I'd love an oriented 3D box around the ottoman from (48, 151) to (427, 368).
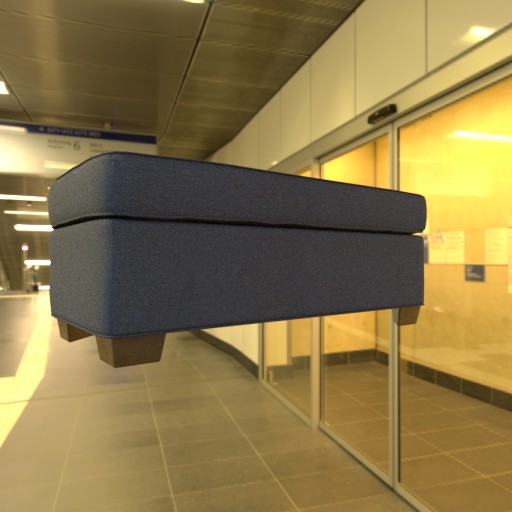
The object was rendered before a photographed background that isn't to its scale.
[{"bbox_3d":[0.000,0.000,1.372,1.110,0.460,0.515,0,-1,-37],"label":"ottoman"}]
